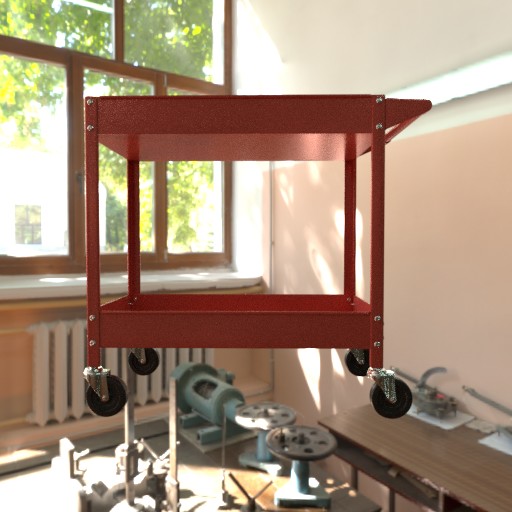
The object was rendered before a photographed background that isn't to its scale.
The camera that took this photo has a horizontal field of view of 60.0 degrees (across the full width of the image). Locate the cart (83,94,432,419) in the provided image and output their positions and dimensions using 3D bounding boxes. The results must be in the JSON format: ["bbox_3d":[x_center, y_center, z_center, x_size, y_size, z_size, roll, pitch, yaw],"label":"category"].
[{"bbox_3d":[0.000,0.000,1.157,0.779,0.719,0.366,0,2,1],"label":"cart"}]
